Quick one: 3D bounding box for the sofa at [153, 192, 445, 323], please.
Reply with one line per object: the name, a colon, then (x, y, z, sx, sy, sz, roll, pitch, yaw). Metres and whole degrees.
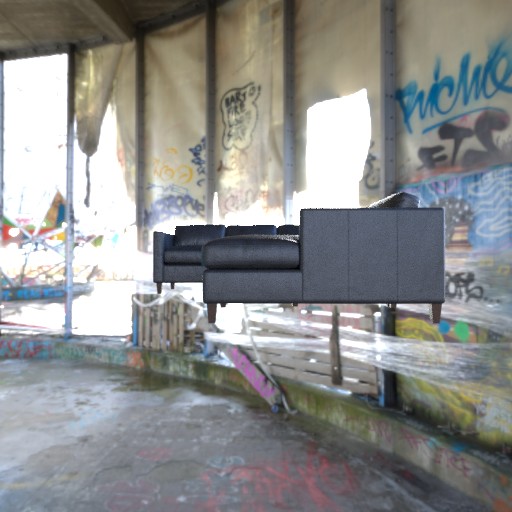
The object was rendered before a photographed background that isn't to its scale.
sofa: (0.000, 0.000, 4.490, 2.452, 0.891, 3.324, 0, 0, 0)
